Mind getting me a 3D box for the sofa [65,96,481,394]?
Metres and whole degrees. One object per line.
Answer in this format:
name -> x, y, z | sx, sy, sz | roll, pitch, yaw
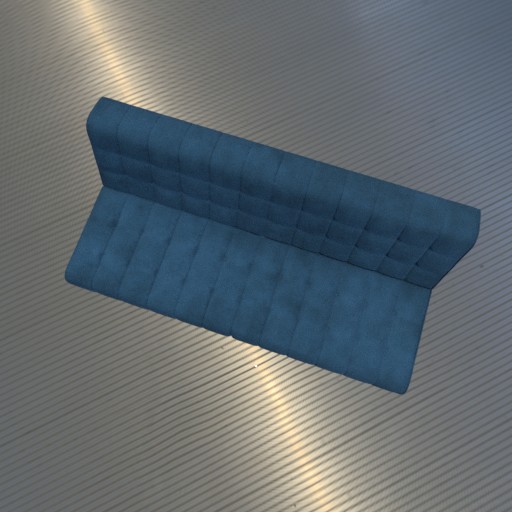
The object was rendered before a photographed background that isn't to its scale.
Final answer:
sofa -> 0.000, 0.000, 2.276 | 1.804, 0.813, 0.855 | 18, 77, 4
